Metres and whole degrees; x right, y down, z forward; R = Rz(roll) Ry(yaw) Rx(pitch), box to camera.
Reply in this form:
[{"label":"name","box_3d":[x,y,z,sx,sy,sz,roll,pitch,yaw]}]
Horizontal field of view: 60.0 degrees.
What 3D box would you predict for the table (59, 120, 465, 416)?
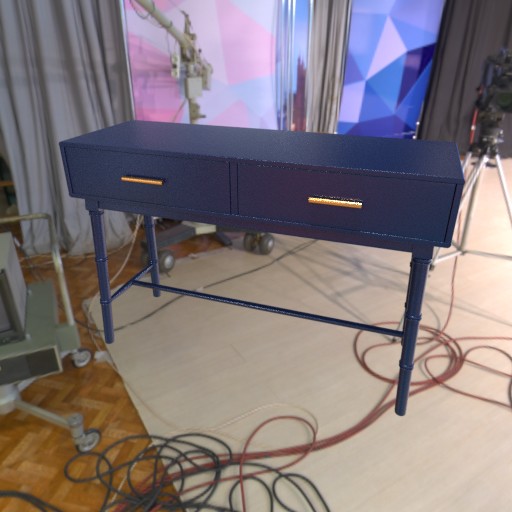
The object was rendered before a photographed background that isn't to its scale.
[{"label":"table","box_3d":[0.000,0.000,1.473,1.118,0.749,0.399,9,28,17]}]
